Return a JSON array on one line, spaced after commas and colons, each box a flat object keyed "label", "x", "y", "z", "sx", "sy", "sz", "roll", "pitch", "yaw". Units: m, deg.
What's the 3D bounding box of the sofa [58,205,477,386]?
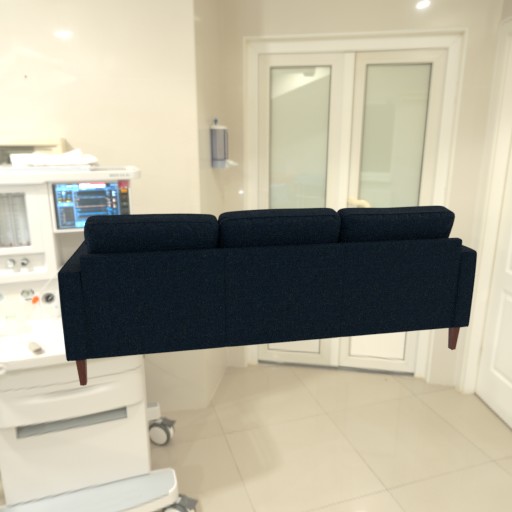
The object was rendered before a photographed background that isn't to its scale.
[{"label": "sofa", "x": 0.000, "y": 0.000, "z": 3.004, "sx": 2.185, "sy": 0.841, "sz": 1.613, "roll": -3, "pitch": 15, "yaw": -10}]
